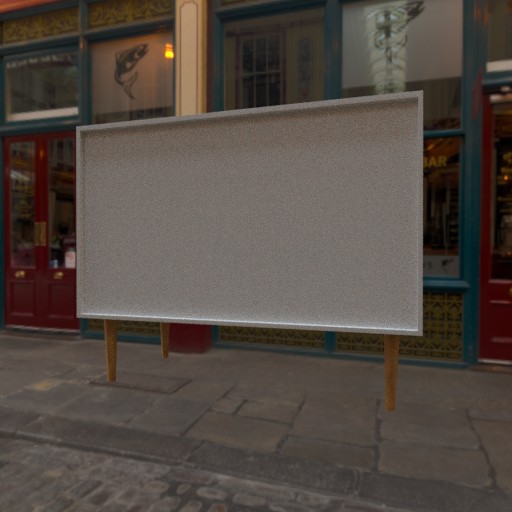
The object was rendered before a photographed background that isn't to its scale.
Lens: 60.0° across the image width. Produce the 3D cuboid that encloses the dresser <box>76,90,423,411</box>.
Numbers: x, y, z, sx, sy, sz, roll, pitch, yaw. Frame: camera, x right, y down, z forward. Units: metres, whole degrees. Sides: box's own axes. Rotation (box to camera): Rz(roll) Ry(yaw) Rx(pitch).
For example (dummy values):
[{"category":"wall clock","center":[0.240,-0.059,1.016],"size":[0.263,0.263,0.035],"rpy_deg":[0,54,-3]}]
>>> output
[{"category":"dresser","center":[0.000,0.000,1.316],"size":[0.905,0.721,0.457],"rpy_deg":[0,0,18]}]
